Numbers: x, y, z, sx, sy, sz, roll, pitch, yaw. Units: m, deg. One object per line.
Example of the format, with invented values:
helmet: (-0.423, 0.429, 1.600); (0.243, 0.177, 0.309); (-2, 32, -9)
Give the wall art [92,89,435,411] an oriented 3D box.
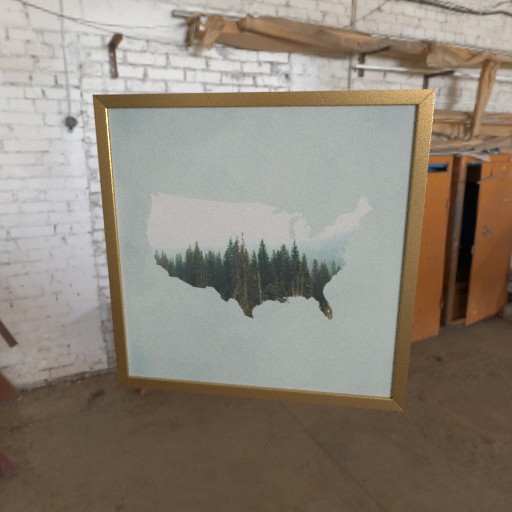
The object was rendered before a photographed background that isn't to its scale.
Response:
wall art: (0.000, 0.000, 0.735); (0.509, 0.509, 0.040); (2, 15, 9)
